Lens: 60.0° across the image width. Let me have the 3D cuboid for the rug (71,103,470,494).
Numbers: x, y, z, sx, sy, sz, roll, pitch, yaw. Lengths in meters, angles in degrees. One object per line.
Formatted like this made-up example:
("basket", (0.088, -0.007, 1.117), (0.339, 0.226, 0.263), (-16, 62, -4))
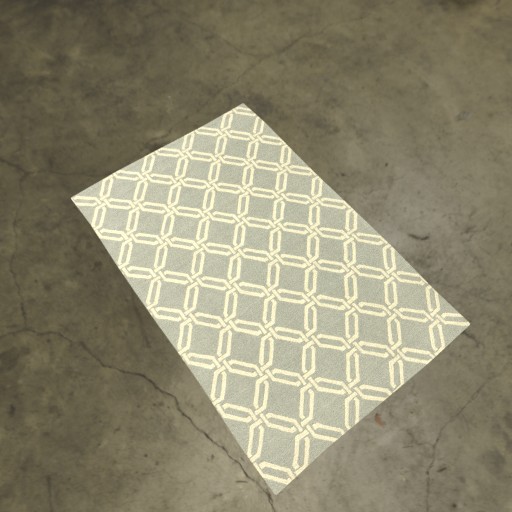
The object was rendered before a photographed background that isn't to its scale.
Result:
("rug", (0.000, 0.000, 2.183), (1.148, 0.010, 1.754), (-34, 68, -16))
